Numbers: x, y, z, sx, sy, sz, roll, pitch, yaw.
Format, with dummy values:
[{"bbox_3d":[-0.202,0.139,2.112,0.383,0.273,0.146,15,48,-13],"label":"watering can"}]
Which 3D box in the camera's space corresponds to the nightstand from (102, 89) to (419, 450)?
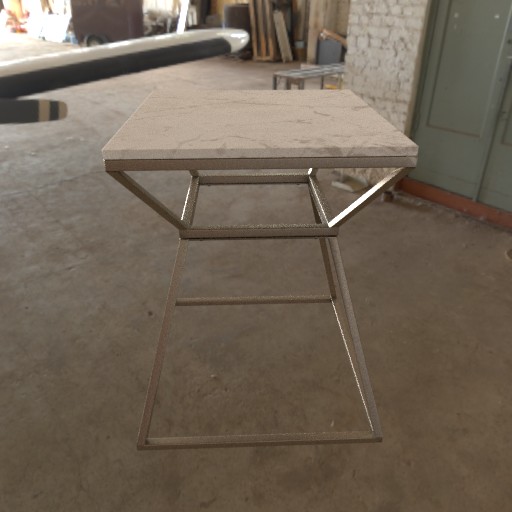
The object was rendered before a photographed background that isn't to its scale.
[{"bbox_3d":[0.000,0.000,0.877,0.455,0.554,0.455,-1,30,-2],"label":"nightstand"}]
